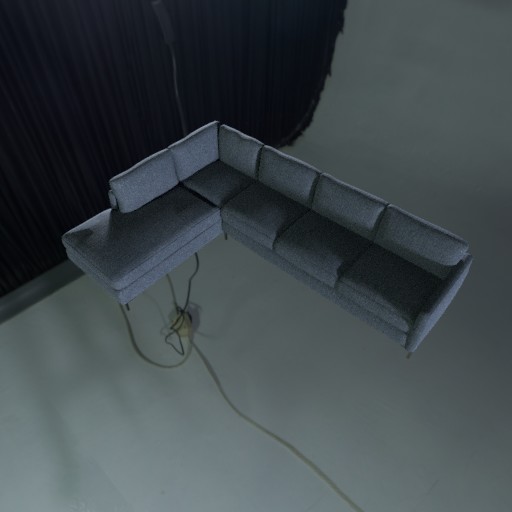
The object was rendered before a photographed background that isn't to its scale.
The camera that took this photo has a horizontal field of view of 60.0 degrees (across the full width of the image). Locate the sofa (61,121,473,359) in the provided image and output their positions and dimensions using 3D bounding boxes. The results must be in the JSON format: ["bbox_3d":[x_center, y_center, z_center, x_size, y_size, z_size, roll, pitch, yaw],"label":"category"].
[{"bbox_3d":[0.000,0.000,3.816,2.949,0.815,2.007,32,55,27],"label":"sofa"}]
